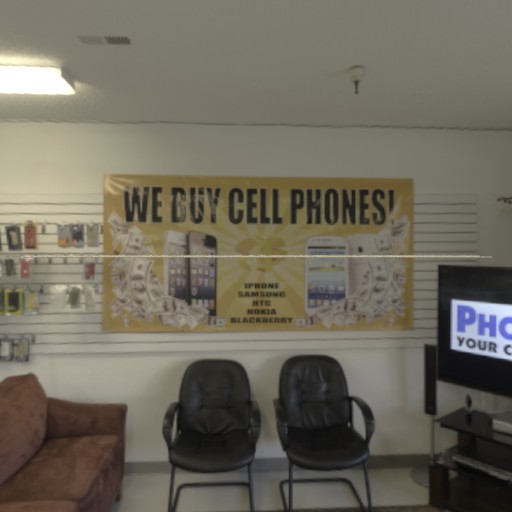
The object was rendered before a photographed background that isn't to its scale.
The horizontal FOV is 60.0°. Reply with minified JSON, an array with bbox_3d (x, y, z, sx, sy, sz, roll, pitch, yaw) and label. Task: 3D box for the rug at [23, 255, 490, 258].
[{"bbox_3d":[0.000,0.000,3.852,2.910,0.013,2.256,0,0,0],"label":"rug"}]
